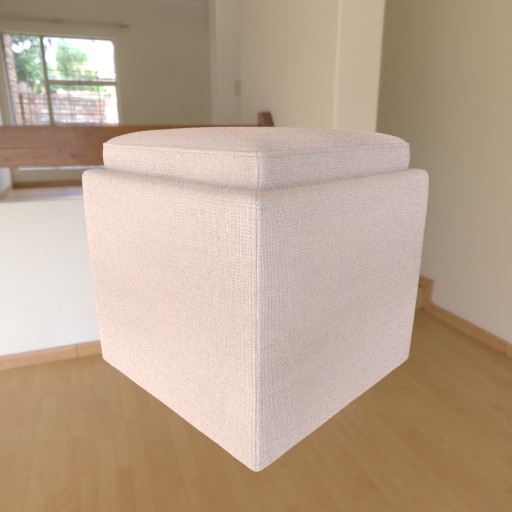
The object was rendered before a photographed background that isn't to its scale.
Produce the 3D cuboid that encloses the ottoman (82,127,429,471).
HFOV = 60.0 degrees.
[{"bbox_3d":[0.000,0.000,0.822,0.451,0.460,0.450,16,23,42],"label":"ottoman"}]
